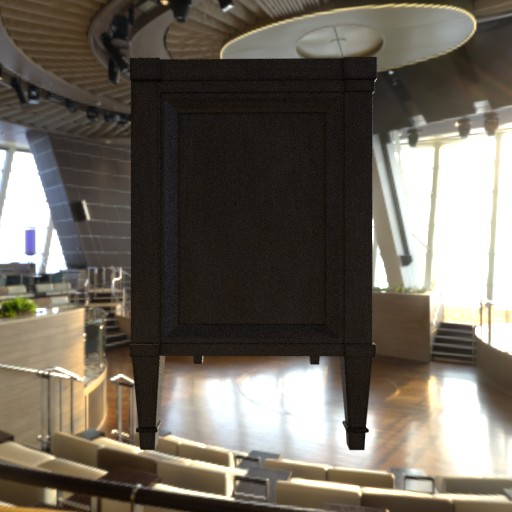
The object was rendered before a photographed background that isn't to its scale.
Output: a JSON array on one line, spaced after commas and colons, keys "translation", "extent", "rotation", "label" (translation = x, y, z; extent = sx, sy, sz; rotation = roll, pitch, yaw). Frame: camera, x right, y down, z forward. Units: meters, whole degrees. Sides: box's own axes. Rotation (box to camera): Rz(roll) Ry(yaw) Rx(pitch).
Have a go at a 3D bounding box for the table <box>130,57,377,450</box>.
[{"translation": [0.000, 0.000, 1.064], "extent": [0.413, 0.660, 0.660], "rotation": [0, 0, 1], "label": "table"}]
